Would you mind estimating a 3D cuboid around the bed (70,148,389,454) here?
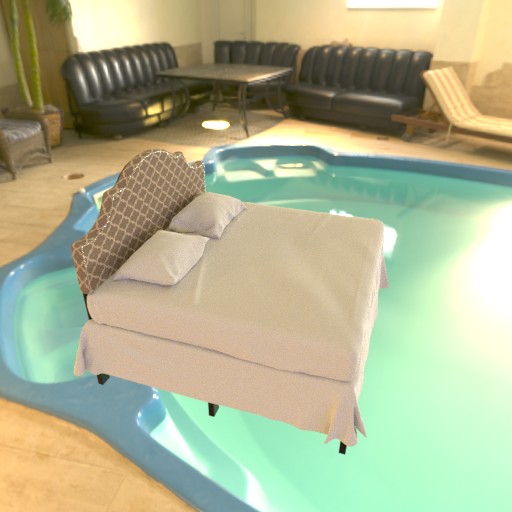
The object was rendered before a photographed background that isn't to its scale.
[{"bbox_3d":[0.000,0.000,3.729,2.222,1.601,2.314,10,31,16],"label":"bed"}]
